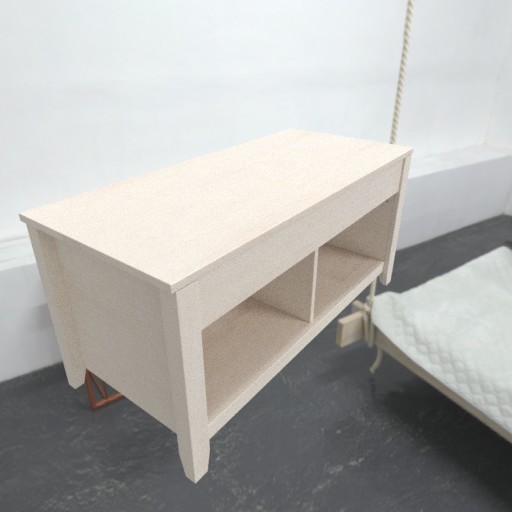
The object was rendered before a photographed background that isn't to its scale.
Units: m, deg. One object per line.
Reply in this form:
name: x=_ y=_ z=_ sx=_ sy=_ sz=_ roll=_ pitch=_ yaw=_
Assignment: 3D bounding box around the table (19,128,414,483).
table: x=0.000 y=0.000 z=1.261 sx=0.457 sy=0.483 sz=1.016 roll=20 pitch=34 yaw=33
